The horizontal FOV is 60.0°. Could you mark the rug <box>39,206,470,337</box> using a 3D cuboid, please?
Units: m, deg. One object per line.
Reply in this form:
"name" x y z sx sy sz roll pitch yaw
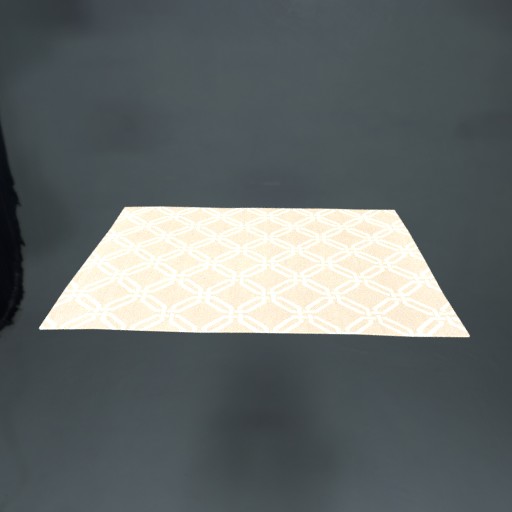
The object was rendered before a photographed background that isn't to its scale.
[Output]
"rug" 0.000 0.000 2.828 2.135 0.013 1.524 1 30 1
